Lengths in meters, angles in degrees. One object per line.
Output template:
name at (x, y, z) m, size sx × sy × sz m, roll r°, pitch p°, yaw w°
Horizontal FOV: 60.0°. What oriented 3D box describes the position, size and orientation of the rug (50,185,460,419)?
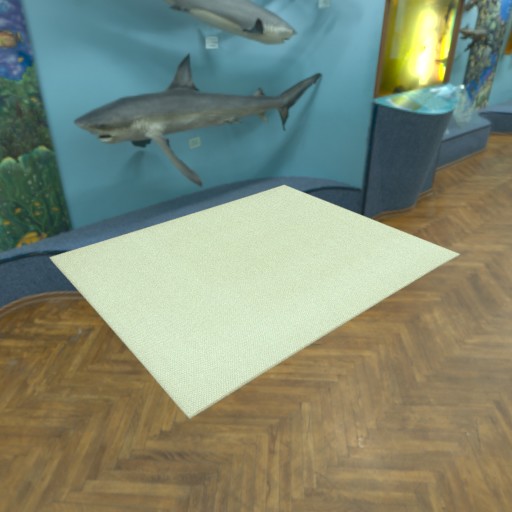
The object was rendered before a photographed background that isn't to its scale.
rug at (0.000, 0.000, 4.206) m, size 3.039 × 0.018 × 2.462 m, roll -22°, pitch 36°, yaw -34°
